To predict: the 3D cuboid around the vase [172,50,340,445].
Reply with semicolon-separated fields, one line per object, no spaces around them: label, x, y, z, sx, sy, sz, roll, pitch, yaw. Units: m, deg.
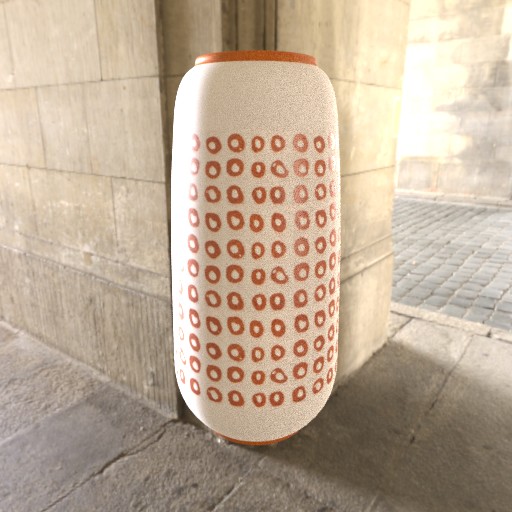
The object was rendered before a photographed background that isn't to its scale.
vase;0.000;0.000;0.345;0.133;0.282;0.133;0;17;0
